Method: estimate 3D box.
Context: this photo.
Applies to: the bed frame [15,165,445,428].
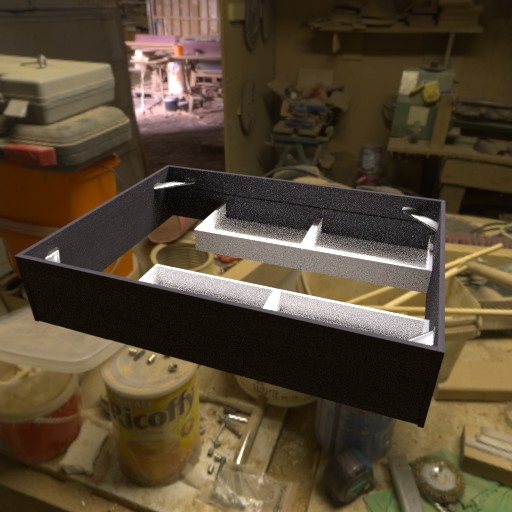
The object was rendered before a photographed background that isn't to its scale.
[{"bbox_3d":[0.000,0.000,2.528,1.944,0.459,1.448,11,32,18],"label":"bed frame"}]
